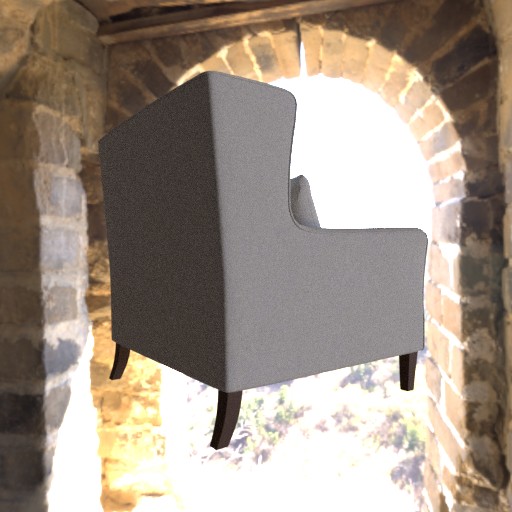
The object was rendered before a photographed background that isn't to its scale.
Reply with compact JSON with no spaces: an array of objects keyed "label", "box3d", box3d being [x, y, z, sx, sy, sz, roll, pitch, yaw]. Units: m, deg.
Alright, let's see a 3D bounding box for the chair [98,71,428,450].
[{"label":"chair","box3d":[0.000,0.000,1.830,1.040,1.056,0.982,0,0,-37]}]
